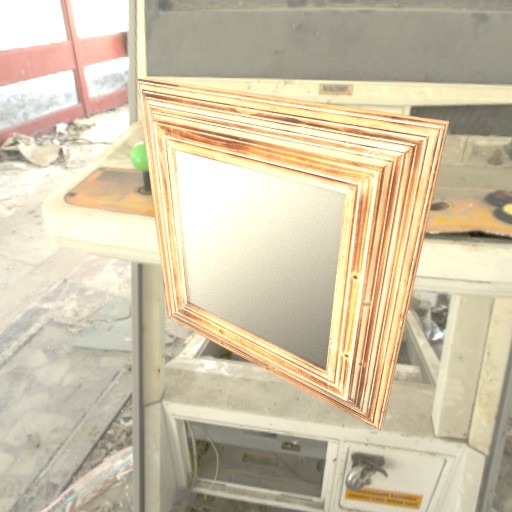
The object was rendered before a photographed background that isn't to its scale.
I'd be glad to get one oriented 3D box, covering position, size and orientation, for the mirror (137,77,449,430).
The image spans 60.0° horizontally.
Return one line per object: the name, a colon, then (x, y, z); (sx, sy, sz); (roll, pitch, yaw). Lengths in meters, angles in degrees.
mirror: (0.000, 0.000, 1.170); (0.804, 0.804, 0.061); (21, 36, 31)
